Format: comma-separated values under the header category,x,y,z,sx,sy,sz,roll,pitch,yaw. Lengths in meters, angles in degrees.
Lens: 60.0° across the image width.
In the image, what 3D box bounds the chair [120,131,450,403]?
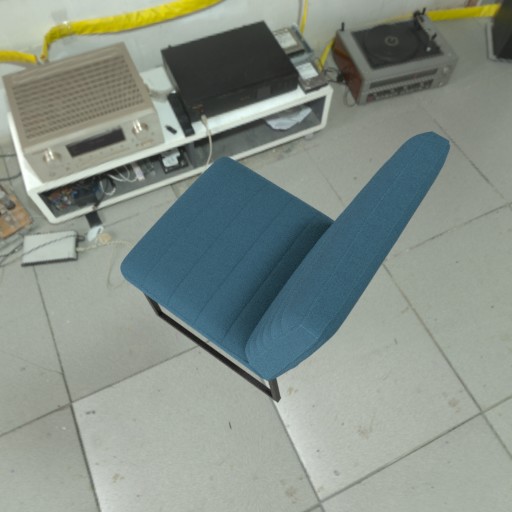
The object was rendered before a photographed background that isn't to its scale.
category,x,y,z,sx,sy,sz,roll,pitch,yaw
chair,0.000,0.000,1.275,0.634,0.930,0.520,32,68,15
